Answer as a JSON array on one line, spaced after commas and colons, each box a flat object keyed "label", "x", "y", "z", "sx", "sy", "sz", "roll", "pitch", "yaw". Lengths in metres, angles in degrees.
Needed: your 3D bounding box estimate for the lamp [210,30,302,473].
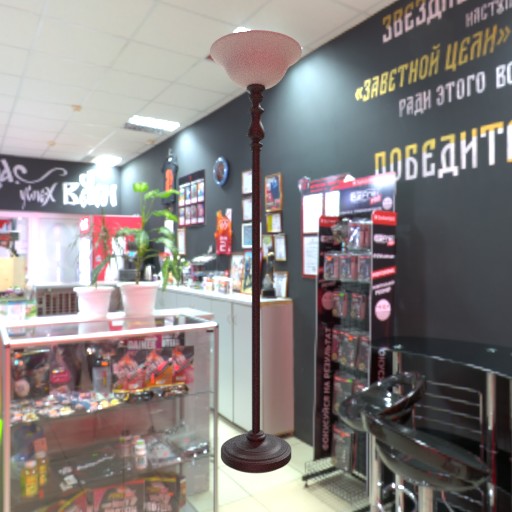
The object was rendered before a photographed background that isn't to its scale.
[{"label": "lamp", "x": 0.000, "y": 0.000, "z": 1.967, "sx": 0.405, "sy": 1.797, "sz": 0.405, "roll": 0, "pitch": 0, "yaw": 0}]
